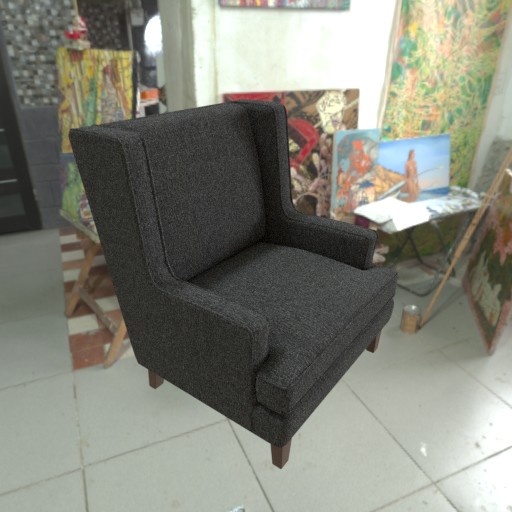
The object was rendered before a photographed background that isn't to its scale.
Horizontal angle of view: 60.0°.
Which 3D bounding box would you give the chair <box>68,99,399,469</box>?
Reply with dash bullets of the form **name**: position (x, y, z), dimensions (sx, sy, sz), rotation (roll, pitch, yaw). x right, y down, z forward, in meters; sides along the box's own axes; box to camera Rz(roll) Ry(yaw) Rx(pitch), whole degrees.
- **chair**: position (0.000, 0.000, 1.832), dimensions (0.927, 1.082, 0.942), rotation (19, 32, 32)
